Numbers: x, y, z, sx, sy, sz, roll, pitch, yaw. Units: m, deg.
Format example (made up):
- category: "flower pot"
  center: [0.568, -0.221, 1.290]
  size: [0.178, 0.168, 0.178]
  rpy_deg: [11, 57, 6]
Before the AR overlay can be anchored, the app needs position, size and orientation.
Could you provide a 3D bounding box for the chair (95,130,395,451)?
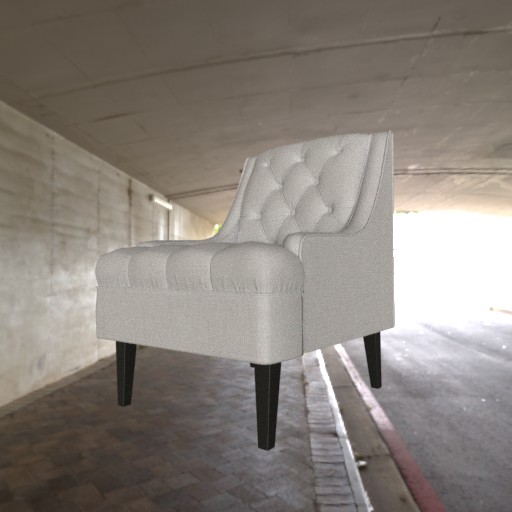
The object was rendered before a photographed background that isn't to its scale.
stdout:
- category: "chair"
  center: [0.000, 0.000, 1.414]
  size: [0.658, 0.891, 0.772]
  rpy_deg: [-1, -2, 37]
